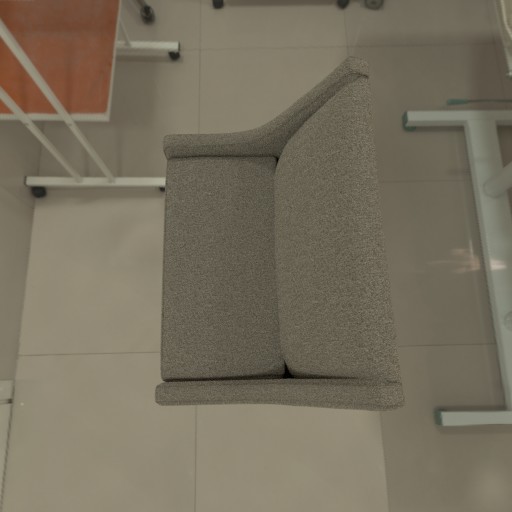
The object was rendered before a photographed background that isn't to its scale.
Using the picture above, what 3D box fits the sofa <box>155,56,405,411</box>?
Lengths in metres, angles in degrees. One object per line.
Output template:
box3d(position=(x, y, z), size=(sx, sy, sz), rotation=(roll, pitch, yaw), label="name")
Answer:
box3d(position=(0.000, 0.000, 1.928), size=(0.862, 1.026, 1.242), rotation=(-1, 75, 0), label="sofa")
